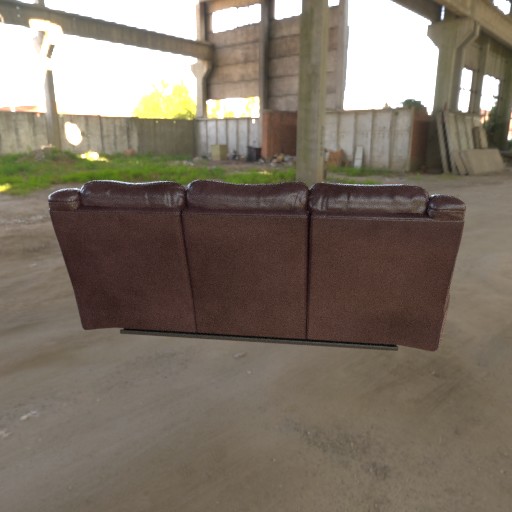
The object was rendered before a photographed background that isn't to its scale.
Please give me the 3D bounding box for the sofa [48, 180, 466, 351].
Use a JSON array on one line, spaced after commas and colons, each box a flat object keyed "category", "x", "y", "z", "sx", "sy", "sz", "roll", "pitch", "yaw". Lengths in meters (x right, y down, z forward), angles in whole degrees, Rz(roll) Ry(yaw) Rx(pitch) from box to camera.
[{"category": "sofa", "x": 0.000, "y": 0.000, "z": 2.871, "sx": 2.337, "sy": 1.043, "sz": 0.991, "roll": 2, "pitch": 15, "yaw": 8}]
